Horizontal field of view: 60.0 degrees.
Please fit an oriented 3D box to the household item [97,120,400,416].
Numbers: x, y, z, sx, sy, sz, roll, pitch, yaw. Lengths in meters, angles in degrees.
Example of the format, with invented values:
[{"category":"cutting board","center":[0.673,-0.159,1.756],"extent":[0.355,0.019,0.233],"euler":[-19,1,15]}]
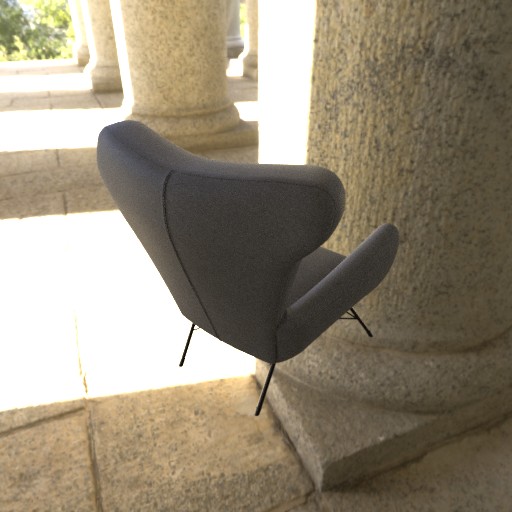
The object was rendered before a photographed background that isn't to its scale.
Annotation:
[{"category":"household item","center":[0.000,0.000,1.791],"extent":[0.980,1.050,0.900],"euler":[22,37,32]}]
